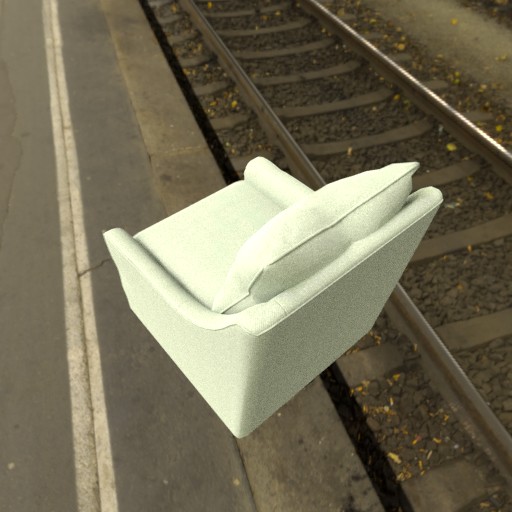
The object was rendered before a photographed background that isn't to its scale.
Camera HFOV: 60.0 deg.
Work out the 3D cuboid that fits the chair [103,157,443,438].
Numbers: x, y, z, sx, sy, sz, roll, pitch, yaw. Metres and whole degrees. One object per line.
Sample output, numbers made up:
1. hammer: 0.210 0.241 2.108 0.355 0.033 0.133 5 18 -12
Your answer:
1. chair: 0.000 0.000 1.607 0.760 0.926 0.870 -32 55 -26
